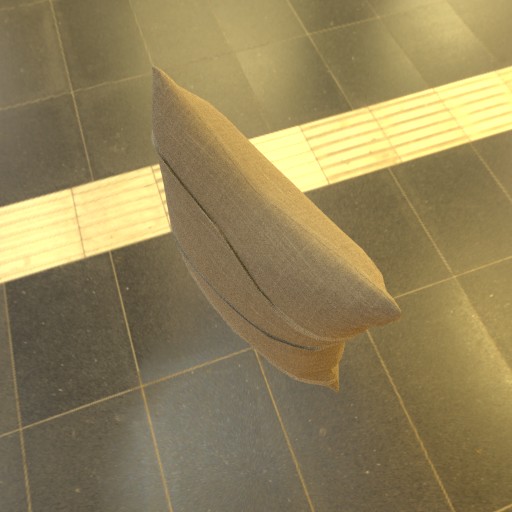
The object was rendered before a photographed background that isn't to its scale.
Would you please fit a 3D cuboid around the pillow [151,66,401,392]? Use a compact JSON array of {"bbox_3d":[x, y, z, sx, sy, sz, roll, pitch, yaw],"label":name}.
[{"bbox_3d":[0.000,0.000,0.646,0.169,0.400,0.424,-36,69,-16],"label":"pillow"}]
